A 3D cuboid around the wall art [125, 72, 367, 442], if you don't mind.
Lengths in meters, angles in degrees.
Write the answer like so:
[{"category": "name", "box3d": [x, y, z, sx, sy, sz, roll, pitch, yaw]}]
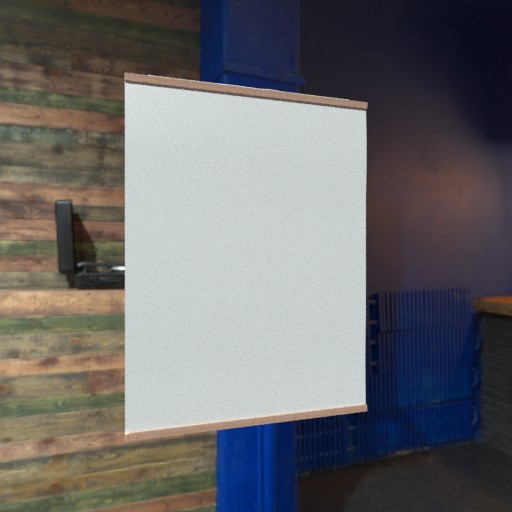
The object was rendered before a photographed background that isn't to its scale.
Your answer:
[{"category": "wall art", "box3d": [0.000, 0.000, 1.335, 0.758, 1.013, 0.020, 0, 0, -18]}]
